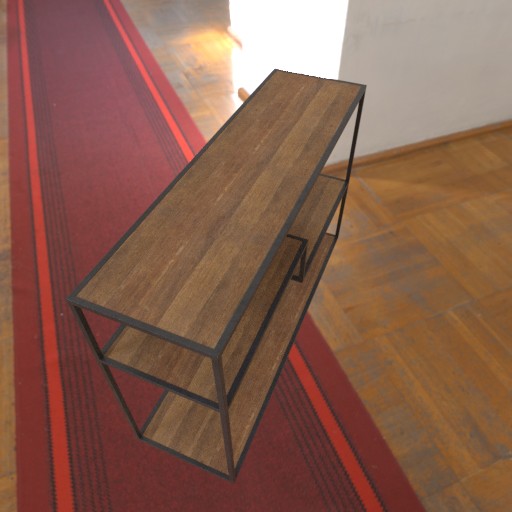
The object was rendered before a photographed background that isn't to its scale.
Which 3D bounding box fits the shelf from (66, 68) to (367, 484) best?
[{"bbox_3d":[0.000,0.000,1.537,0.361,0.765,1.201,17,49,16],"label":"shelf"}]
